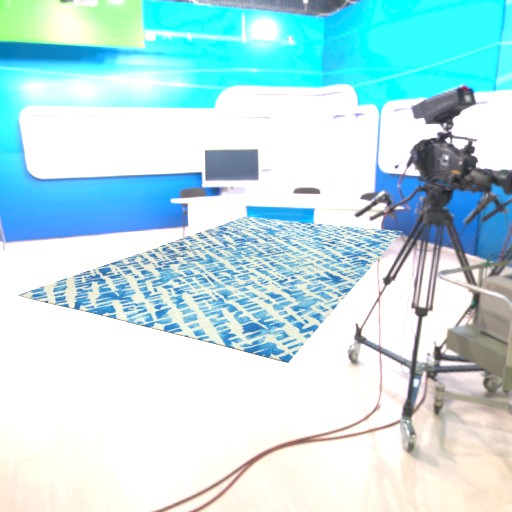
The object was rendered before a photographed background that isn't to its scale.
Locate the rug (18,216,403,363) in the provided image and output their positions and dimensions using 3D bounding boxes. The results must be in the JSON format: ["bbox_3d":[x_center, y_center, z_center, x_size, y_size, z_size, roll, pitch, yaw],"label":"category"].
[{"bbox_3d":[0.000,0.000,3.011,1.520,0.011,2.447,8,18,26],"label":"rug"}]
